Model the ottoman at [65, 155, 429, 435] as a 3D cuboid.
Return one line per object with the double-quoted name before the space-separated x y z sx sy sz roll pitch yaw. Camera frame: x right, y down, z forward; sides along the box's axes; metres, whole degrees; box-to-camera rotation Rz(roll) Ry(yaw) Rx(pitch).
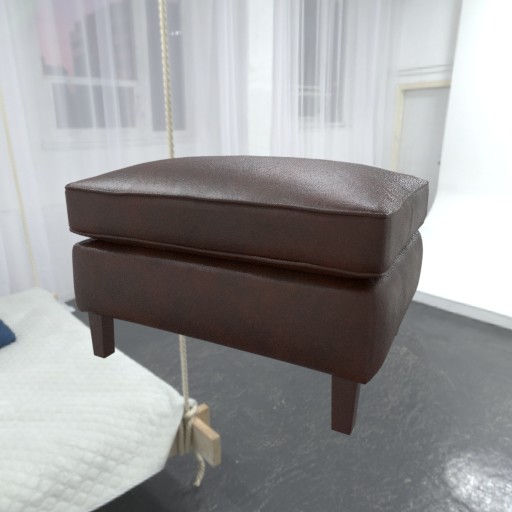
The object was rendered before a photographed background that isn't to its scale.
"ottoman" 0.000 0.000 0.989 0.665 0.432 0.501 8 18 26
